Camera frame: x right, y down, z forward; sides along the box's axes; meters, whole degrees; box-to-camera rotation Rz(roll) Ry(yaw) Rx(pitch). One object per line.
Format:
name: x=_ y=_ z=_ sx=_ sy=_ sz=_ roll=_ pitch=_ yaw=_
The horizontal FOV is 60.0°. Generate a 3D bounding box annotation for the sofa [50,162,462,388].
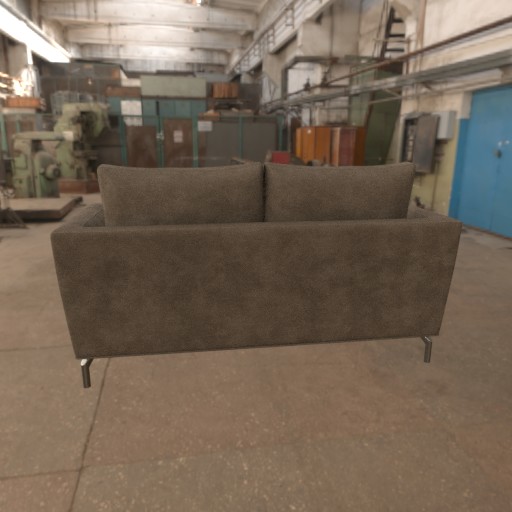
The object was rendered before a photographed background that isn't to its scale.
sofa: x=0.000 y=0.000 z=2.383 sx=1.832 sy=1.013 sz=0.855 roll=-2 pitch=15 yaw=-8
